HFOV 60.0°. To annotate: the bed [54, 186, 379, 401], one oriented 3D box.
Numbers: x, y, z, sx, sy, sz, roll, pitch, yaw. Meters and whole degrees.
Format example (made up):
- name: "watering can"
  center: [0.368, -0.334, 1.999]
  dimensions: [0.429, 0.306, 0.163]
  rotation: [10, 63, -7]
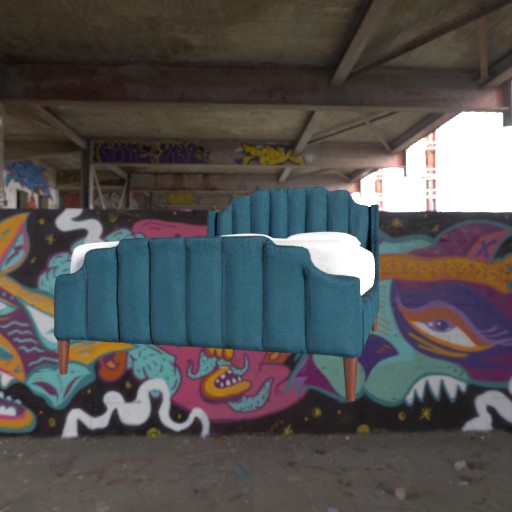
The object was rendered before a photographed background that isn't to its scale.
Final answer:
- name: "bed"
  center: [0.000, 0.000, 3.268]
  dimensions: [1.676, 1.351, 2.322]
  rotation: [0, -1, 18]
